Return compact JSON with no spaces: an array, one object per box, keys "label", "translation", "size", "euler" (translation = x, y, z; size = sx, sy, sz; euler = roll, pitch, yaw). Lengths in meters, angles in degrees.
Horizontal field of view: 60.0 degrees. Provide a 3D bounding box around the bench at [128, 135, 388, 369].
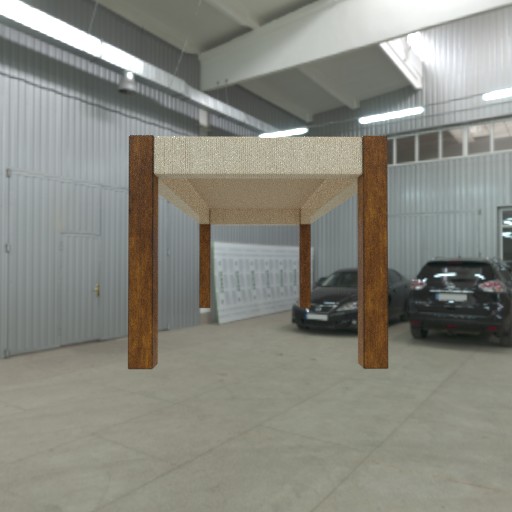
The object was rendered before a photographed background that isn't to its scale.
[{"label":"bench","translation":[0.000,0.000,1.463],"size":[0.507,0.457,1.198],"euler":[0,-1,0]}]
